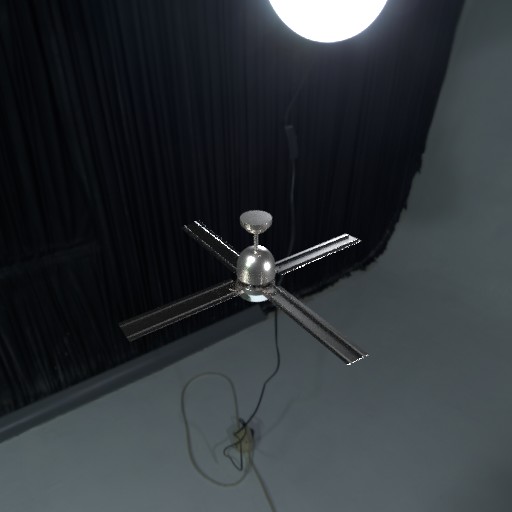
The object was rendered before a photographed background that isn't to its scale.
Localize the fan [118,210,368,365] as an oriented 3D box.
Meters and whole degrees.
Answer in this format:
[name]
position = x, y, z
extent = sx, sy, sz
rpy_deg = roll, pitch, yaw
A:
[fan]
position = 0.000, 0.000, 2.091
extent = 1.346, 0.406, 1.346
rpy_deg = -22, 39, -31
